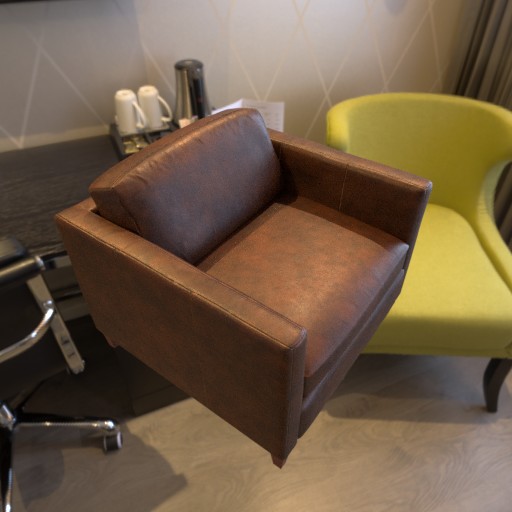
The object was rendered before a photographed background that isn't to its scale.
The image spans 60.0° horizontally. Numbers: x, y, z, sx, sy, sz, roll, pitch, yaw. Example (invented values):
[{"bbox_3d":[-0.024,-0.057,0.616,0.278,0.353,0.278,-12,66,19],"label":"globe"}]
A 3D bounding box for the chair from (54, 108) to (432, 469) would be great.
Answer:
[{"bbox_3d":[0.000,0.000,1.739,0.975,0.864,0.990,26,47,27],"label":"chair"}]
